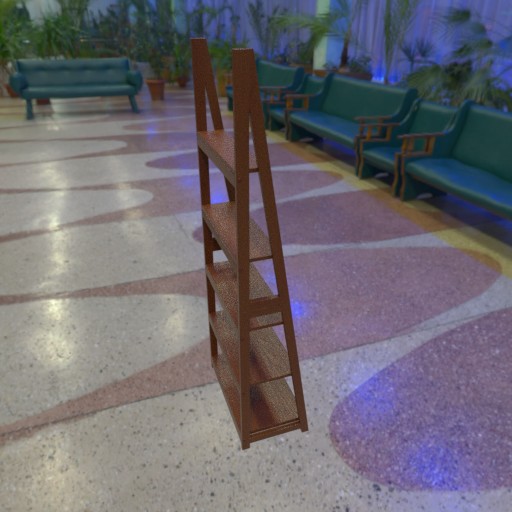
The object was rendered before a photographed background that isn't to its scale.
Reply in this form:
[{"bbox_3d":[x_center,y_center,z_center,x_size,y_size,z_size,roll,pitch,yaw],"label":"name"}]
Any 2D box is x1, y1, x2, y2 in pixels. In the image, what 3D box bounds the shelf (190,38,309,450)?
[{"bbox_3d":[0.000,0.000,2.042,0.356,1.780,0.630,-10,30,-17],"label":"shelf"}]
